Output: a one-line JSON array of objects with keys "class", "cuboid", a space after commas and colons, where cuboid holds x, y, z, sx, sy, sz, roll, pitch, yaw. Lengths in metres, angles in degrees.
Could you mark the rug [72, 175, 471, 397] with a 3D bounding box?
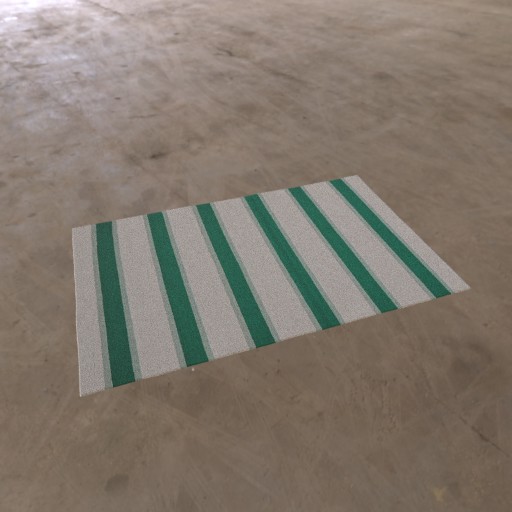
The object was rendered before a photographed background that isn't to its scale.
[{"class": "rug", "cuboid": [0.000, 0.000, 3.122, 2.436, 0.015, 1.521, -13, 42, -14]}]
